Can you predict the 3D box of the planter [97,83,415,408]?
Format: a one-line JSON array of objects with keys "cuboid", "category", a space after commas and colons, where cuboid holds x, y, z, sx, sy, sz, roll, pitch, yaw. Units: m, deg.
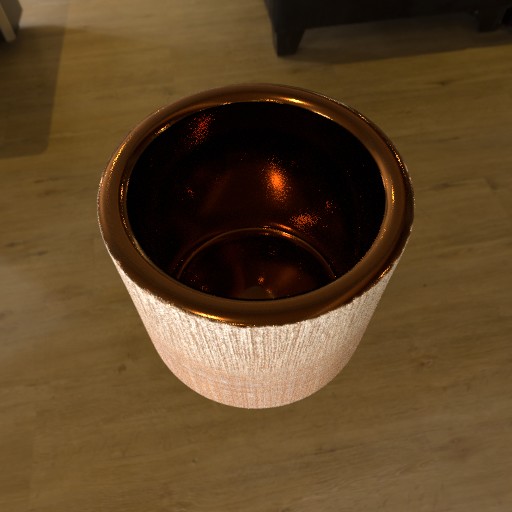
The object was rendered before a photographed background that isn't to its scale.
[{"cuboid": [0.000, 0.000, 0.311, 0.177, 0.157, 0.177, 0, 58, 0], "category": "planter"}]
